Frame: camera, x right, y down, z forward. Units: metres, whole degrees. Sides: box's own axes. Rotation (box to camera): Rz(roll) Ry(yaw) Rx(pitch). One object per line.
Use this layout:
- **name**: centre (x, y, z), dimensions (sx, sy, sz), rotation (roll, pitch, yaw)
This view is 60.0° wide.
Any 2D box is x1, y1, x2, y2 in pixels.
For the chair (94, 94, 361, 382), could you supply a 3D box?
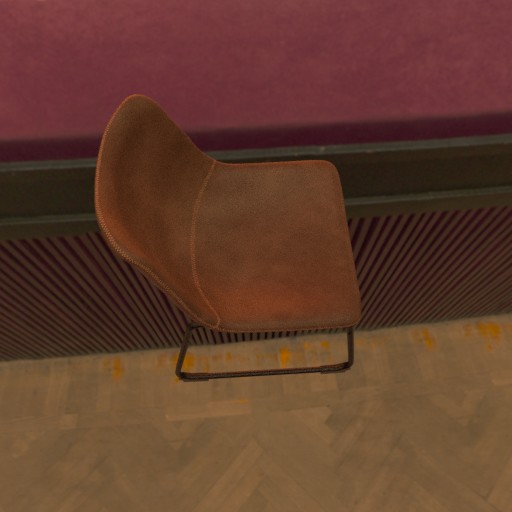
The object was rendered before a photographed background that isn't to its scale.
- **chair**: centre (0.000, 0.000, 1.110), dimensions (0.551, 0.780, 0.460), rotation (-3, 65, -1)
